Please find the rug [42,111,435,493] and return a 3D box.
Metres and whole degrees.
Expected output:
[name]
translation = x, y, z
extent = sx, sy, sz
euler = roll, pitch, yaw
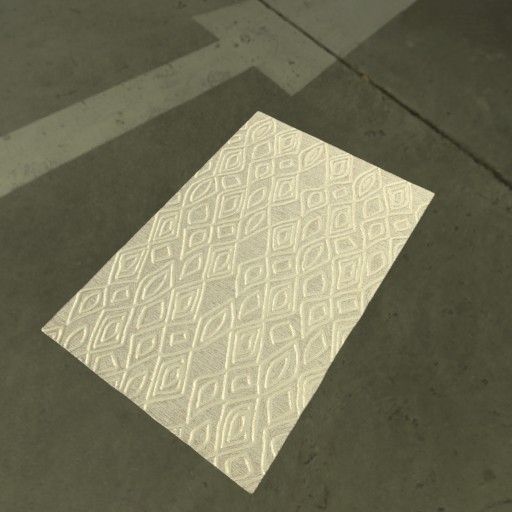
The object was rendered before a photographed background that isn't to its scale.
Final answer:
[rug]
translation = 0.000, 0.000, 2.310
extent = 1.224, 0.016, 1.832
euler = 30, 63, 17
